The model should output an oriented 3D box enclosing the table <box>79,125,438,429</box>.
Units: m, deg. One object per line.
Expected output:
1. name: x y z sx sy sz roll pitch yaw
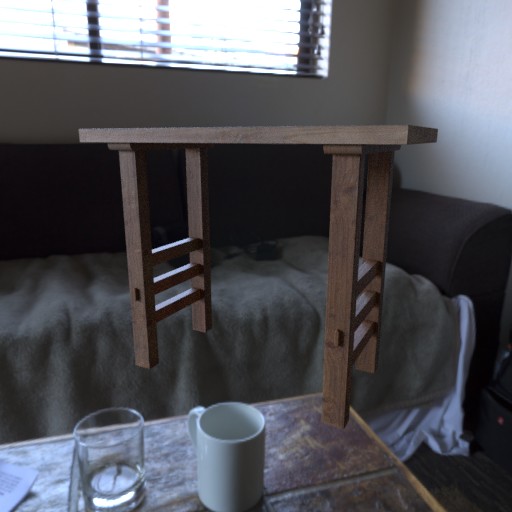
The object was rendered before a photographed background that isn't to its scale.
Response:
1. table: 0.000 0.000 1.657 1.119 0.914 0.556 8 17 27
